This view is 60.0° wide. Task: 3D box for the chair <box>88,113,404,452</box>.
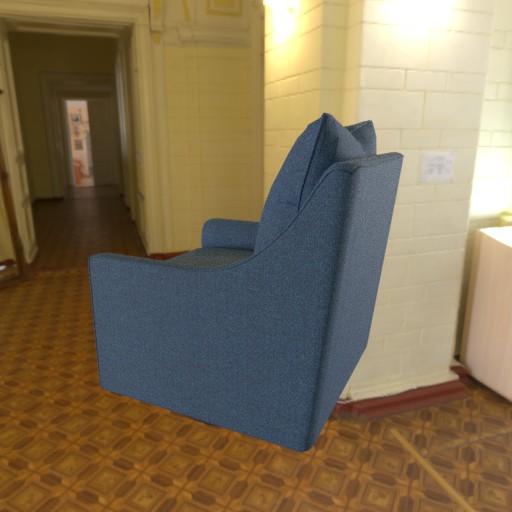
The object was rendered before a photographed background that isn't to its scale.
[{"bbox_3d":[0.000,0.000,1.587,0.870,0.939,0.750,7,17,25],"label":"chair"}]
